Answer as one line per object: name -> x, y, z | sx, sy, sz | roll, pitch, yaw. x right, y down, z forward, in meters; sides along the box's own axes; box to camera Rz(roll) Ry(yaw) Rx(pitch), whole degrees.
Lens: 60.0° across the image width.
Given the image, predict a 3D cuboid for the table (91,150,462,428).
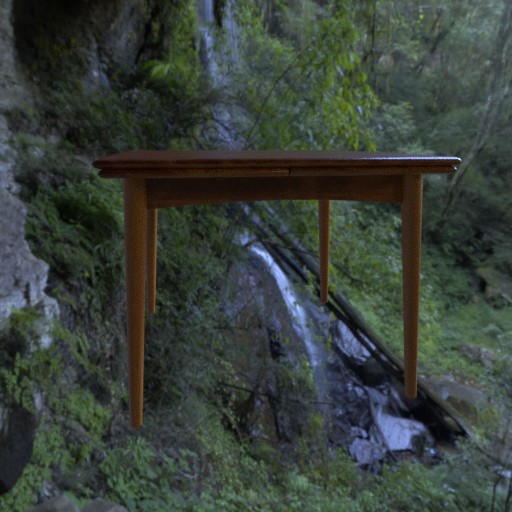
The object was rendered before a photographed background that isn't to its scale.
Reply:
table -> 0.000, 0.000, 1.666 | 0.991, 0.754, 0.991 | -3, 15, -10
